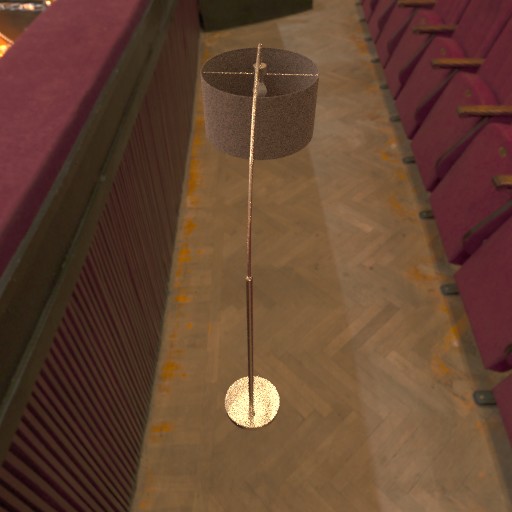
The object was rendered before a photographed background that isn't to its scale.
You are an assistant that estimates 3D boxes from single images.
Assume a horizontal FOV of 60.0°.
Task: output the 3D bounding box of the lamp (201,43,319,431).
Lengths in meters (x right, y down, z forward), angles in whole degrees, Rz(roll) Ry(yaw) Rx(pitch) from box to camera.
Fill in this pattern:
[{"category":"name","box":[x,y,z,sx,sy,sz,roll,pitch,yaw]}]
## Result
[{"category":"lamp","box":[0.000,0.000,2.082,0.452,1.735,0.934,3,46,2]}]
